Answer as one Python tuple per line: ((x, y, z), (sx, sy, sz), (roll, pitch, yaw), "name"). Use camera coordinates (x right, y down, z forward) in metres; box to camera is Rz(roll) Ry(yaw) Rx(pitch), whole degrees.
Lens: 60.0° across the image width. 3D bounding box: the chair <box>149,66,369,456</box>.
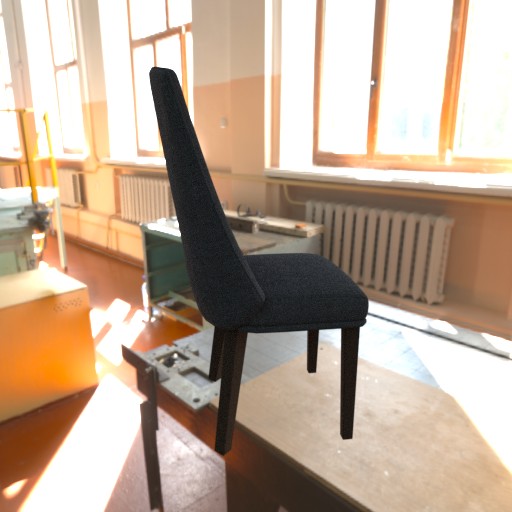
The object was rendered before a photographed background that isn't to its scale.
((0.000, 0.000, 1.360), (0.577, 1.050, 0.510), (-2, 15, -8), "chair")
